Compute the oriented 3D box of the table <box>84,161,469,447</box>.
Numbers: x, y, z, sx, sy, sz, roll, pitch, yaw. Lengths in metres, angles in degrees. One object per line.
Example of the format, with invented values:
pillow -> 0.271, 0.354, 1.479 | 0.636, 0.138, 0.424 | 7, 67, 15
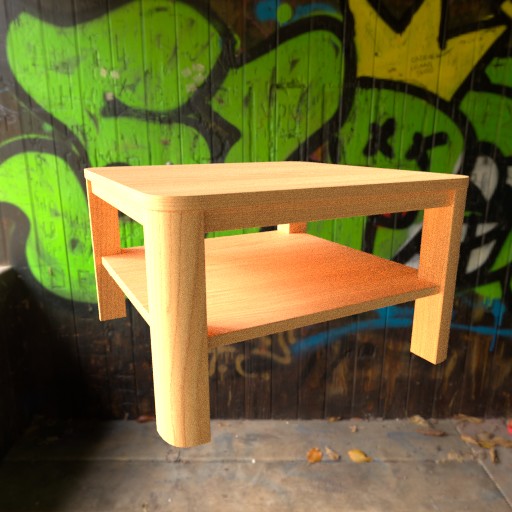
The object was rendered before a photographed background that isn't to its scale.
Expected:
table -> 0.000, 0.000, 1.201 | 0.750, 0.450, 0.750 | -8, 17, -28
